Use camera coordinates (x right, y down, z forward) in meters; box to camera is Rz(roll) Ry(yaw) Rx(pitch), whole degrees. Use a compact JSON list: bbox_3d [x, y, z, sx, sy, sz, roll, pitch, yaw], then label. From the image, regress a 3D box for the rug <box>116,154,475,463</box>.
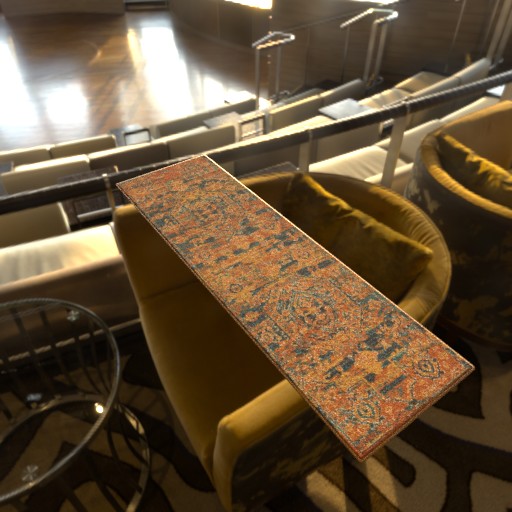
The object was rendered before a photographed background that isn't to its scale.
[{"bbox_3d":[0.000,0.000,1.951,0.556,0.013,1.820,-26,48,-26],"label":"rug"}]
